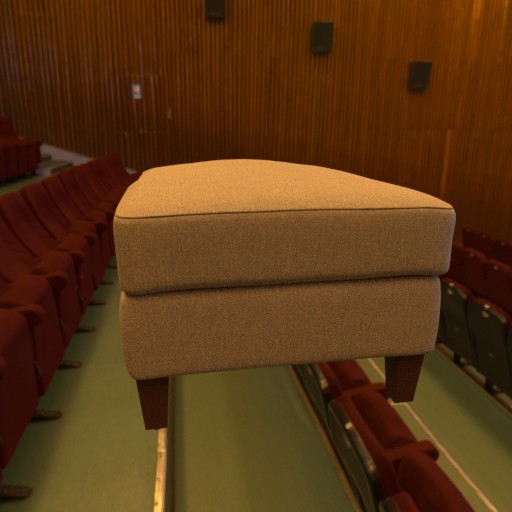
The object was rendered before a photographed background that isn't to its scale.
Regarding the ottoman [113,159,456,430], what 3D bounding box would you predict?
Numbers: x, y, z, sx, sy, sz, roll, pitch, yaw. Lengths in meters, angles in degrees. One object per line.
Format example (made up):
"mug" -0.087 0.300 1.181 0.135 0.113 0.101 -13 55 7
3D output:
"ottoman" 0.000 0.000 1.275 0.677 0.519 0.898 -3 16 -10
